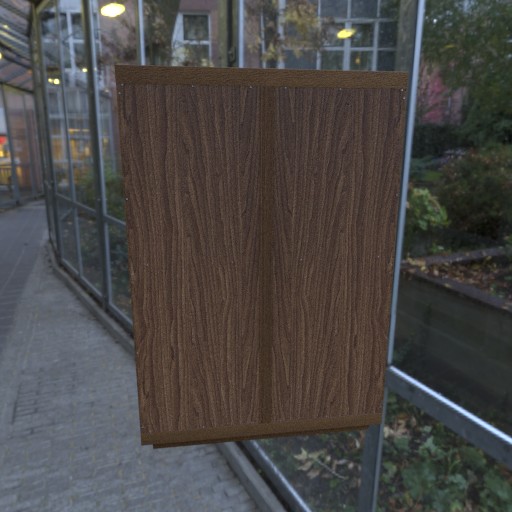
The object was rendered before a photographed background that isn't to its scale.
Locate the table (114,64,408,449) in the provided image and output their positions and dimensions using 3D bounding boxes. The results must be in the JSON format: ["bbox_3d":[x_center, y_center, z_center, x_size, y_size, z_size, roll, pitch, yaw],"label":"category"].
[{"bbox_3d":[0.000,0.000,1.745,0.901,1.294,0.524,-2,14,-8],"label":"table"}]
